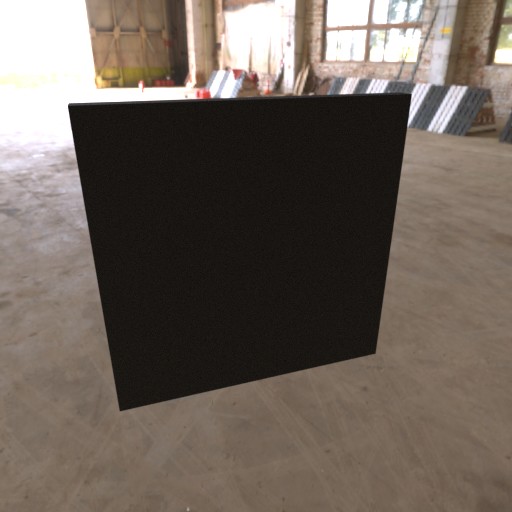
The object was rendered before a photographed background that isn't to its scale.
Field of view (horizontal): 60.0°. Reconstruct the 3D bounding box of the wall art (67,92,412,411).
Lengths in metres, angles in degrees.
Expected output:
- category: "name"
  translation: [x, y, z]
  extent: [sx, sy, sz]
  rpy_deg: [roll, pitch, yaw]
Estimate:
- category: "wall art"
  translation: [0.000, 0.000, 0.680]
  extent: [0.462, 0.458, 0.030]
  rpy_deg: [-8, 26, -17]
